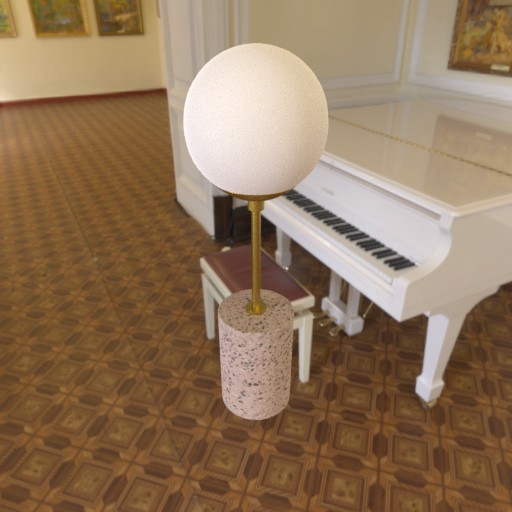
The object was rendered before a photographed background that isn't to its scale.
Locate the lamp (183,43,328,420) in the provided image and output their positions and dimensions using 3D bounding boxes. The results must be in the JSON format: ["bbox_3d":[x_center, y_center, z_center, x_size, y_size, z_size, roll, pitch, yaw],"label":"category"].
[{"bbox_3d":[0.000,0.000,0.554,0.153,0.480,0.153,0,30,0],"label":"lamp"}]
